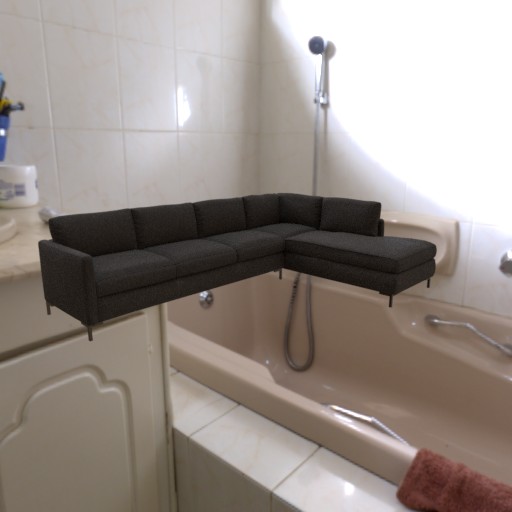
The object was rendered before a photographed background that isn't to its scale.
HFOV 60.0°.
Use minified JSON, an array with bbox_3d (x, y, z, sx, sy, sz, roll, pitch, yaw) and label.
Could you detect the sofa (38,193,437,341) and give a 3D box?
[{"bbox_3d":[0.000,0.000,3.864,2.007,0.815,2.949,13,19,43],"label":"sofa"}]
